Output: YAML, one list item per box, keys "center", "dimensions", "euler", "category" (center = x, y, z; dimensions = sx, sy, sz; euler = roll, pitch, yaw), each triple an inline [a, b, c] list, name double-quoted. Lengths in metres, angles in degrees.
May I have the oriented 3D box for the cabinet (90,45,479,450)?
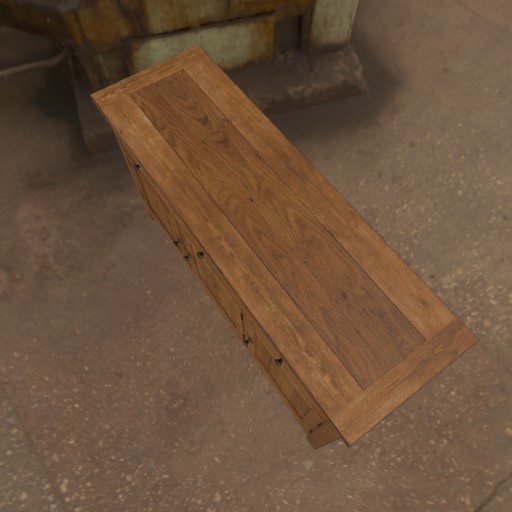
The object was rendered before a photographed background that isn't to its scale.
- center: [0.000, 0.000, 1.802]
  dimensions: [0.480, 0.813, 1.474]
  euler: [-32, 68, -15]
  category: "cabinet"
